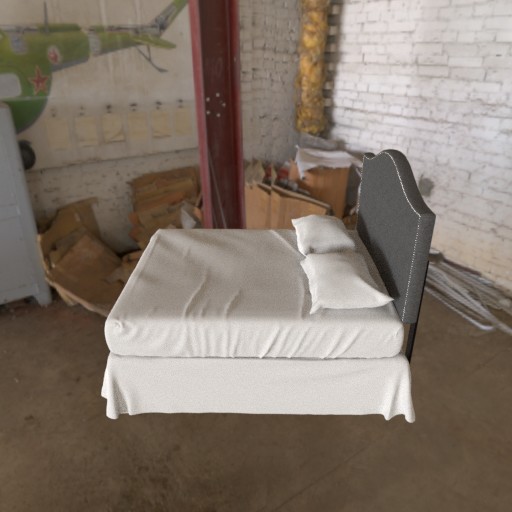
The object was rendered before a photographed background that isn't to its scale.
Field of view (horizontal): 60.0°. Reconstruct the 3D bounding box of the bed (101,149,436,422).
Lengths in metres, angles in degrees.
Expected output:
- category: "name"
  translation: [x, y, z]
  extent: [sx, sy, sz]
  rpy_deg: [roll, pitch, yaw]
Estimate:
- category: "bed"
  translation: [0.000, 0.000, 3.487]
  extent: [2.221, 1.645, 1.876]
  rpy_deg: [0, 26, 1]
